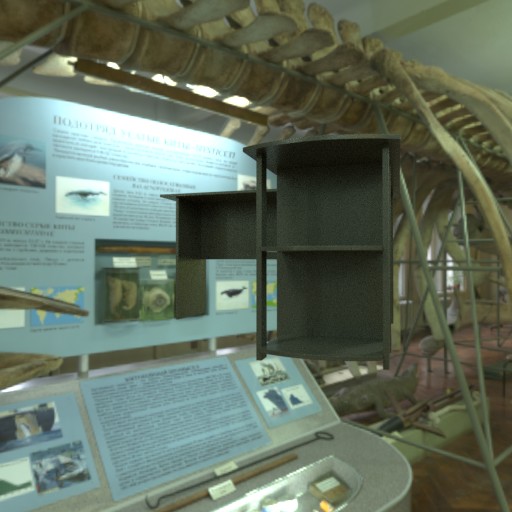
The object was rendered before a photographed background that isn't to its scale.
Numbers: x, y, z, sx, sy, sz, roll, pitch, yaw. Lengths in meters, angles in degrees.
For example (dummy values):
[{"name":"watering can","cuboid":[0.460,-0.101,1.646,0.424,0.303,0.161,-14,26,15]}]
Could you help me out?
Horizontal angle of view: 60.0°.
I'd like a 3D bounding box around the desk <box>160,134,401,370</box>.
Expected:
[{"name":"desk","cuboid":[0.000,0.000,2.107,1.303,0.716,1.361,0,-1,18]}]
